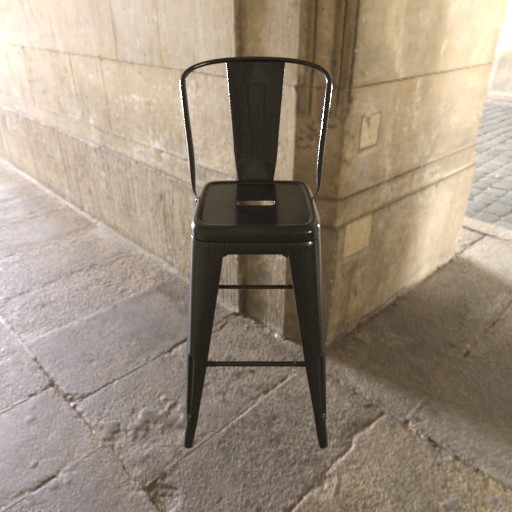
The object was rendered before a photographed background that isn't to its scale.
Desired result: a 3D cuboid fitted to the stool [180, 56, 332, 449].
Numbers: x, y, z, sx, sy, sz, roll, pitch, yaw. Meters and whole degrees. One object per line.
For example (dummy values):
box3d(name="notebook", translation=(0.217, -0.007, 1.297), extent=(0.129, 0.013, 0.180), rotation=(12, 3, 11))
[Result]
box3d(name="stool", translation=(0.000, 0.000, 1.293), extent=(0.432, 1.022, 0.528), rotation=(0, 29, 0))
